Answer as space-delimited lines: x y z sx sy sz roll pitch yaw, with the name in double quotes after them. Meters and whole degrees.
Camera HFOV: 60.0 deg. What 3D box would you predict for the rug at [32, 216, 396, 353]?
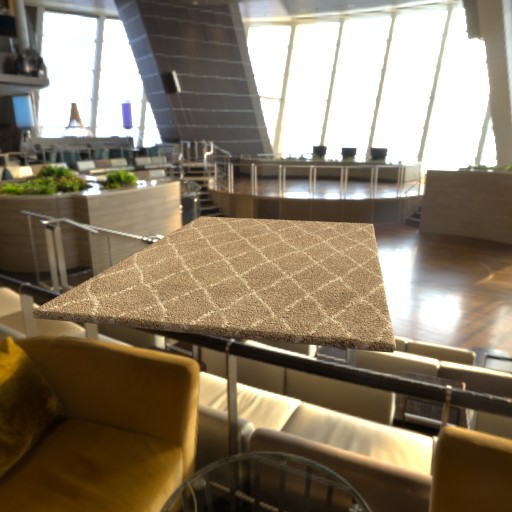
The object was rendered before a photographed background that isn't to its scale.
0.000 0.000 2.249 1.219 0.030 1.778 3 16 12 "rug"
